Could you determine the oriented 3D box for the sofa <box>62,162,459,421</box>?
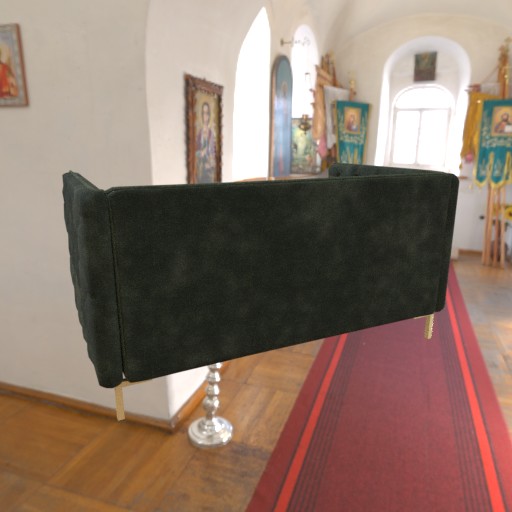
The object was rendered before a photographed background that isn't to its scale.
[{"bbox_3d":[0.000,0.000,2.018,1.537,0.768,0.895,-7,17,-25],"label":"sofa"}]
